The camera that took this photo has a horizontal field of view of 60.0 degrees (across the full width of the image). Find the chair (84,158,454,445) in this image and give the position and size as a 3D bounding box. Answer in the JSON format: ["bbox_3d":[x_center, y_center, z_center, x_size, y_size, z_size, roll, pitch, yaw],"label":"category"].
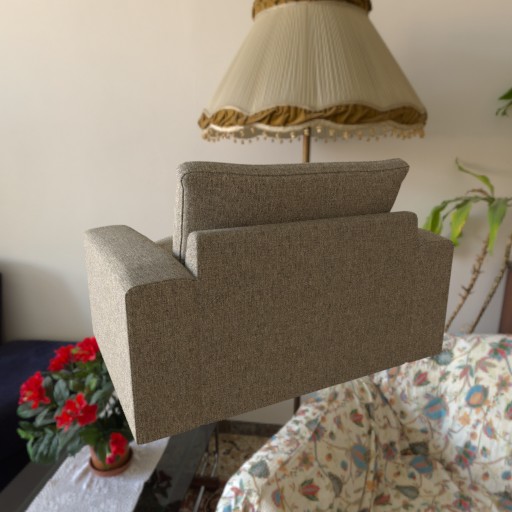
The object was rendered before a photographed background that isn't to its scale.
[{"bbox_3d":[0.000,0.000,2.063,1.398,0.915,1.039,-8,17,-26],"label":"chair"}]
